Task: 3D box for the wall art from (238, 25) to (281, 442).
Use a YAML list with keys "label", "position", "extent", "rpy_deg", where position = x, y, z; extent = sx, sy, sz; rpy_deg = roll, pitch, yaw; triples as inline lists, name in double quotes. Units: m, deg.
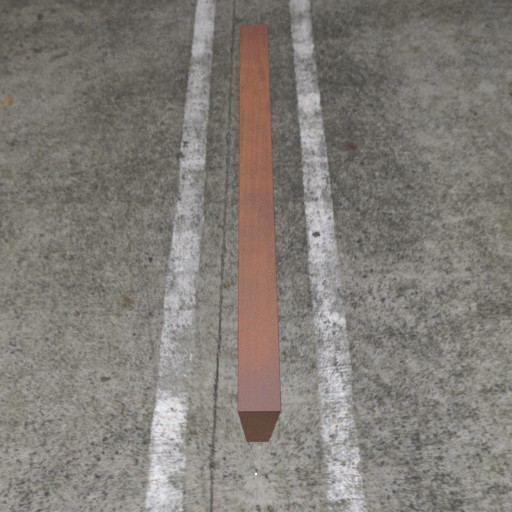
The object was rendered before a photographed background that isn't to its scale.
- label: "wall art"
  position: [0.000, 0.000, 0.542]
  extent: [0.030, 0.328, 0.401]
  rpy_deg: [-1, 64, 0]
